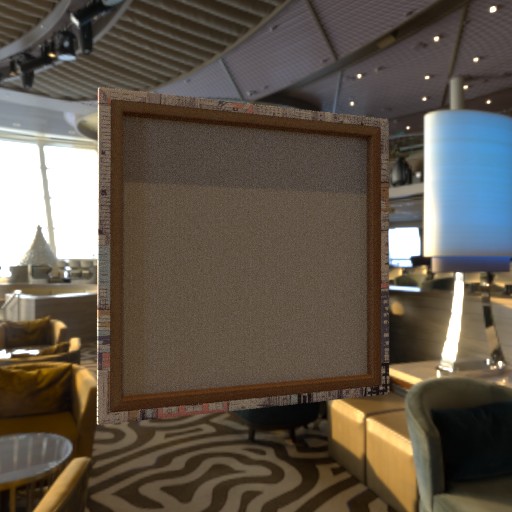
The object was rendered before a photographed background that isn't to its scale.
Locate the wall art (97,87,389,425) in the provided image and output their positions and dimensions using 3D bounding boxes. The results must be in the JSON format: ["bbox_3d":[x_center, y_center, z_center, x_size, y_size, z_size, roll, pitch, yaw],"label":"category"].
[{"bbox_3d":[0.000,0.000,0.903,0.607,0.608,0.038,0,0,-18],"label":"wall art"}]
